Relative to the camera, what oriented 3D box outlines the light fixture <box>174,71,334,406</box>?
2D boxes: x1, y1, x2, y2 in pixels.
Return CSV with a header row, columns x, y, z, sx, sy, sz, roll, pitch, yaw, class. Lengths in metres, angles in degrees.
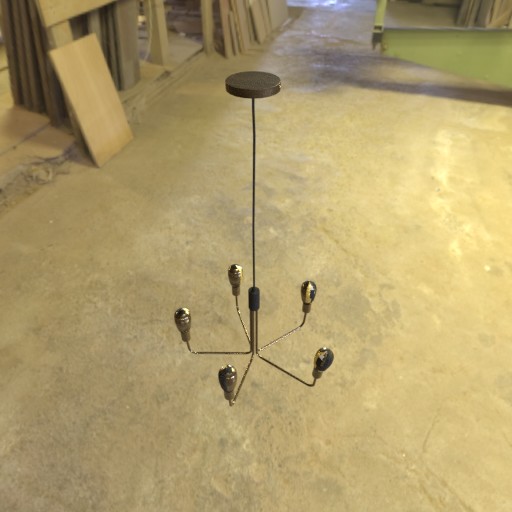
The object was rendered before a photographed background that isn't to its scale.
x,y,z,sx,sy,sz,roll,pitch,yaw,class
0.000,0.000,1.387,0.588,1.059,0.532,12,41,14,light fixture
